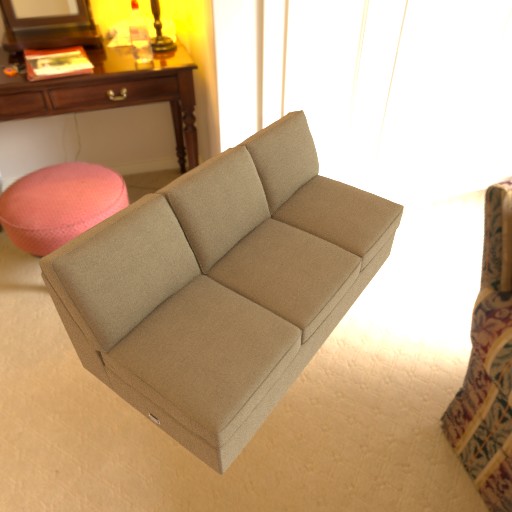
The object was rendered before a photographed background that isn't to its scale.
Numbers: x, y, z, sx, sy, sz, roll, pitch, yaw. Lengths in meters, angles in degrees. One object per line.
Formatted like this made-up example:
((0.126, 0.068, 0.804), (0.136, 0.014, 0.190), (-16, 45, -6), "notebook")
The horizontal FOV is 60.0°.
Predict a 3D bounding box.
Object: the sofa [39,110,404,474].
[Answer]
((0.000, 0.000, 2.728), (1.127, 1.036, 2.092), (26, 48, 26), "sofa")
